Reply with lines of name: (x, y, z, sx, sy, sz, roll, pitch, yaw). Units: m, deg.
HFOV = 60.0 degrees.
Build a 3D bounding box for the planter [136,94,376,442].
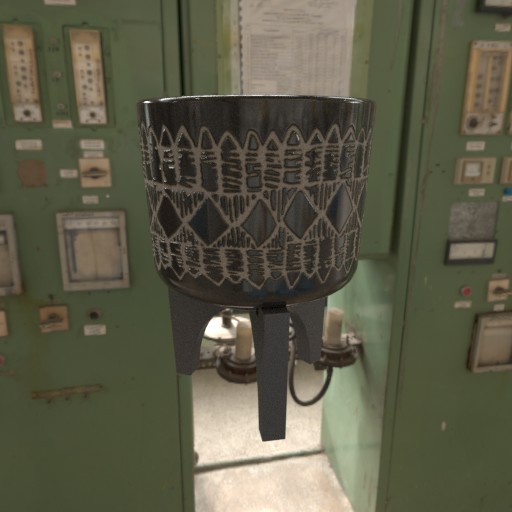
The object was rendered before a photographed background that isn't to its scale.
planter: (0.000, 0.000, 0.270, 0.129, 0.177, 0.129, 0, 16, 0)
